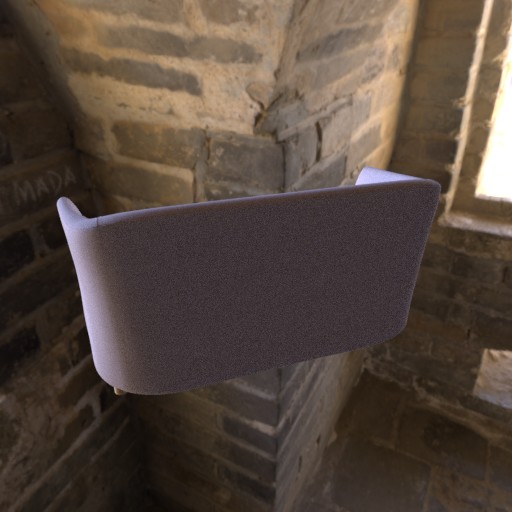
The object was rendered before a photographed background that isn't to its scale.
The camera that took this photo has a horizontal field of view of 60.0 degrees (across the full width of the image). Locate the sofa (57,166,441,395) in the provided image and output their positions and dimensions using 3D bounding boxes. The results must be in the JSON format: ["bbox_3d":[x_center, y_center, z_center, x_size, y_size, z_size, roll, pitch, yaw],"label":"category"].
[{"bbox_3d":[0.000,0.000,1.802,1.452,0.721,0.705,-9,27,-17],"label":"sofa"}]
